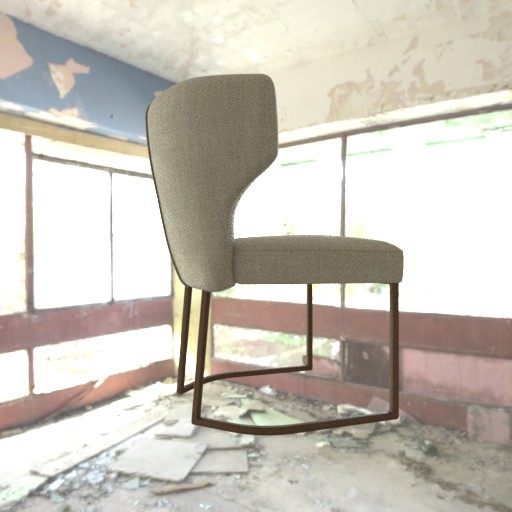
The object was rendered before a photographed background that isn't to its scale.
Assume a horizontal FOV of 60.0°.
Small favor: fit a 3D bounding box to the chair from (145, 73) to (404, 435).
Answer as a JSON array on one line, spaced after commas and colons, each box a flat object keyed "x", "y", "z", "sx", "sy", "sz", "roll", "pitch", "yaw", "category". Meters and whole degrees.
[{"x": 0.000, "y": 0.000, "z": 1.268, "sx": 0.617, "sy": 0.824, "sz": 0.611, "roll": 0, "pitch": 0, "yaw": -18, "category": "chair"}]
